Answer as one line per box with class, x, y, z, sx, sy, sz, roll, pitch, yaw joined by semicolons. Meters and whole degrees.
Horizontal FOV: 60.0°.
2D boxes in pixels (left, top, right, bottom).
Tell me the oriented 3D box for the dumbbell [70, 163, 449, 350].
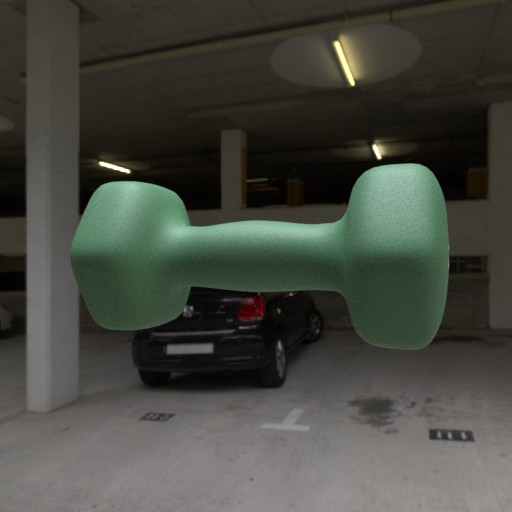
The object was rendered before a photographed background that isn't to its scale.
dumbbell;0.000;0.000;0.323;0.257;0.114;0.126;0;0;20
